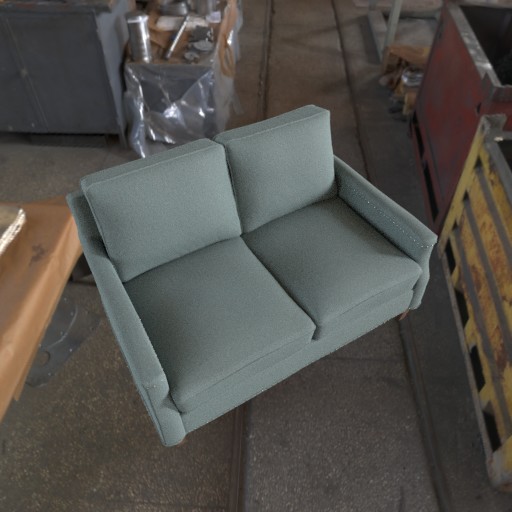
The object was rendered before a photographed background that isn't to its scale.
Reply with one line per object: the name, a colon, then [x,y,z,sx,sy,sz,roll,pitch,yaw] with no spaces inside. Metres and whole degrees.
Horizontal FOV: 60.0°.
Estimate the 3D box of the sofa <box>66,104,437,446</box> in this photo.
sofa: [0.000,0.000,2.328,1.597,1.003,1.084,-24,51,-20]
